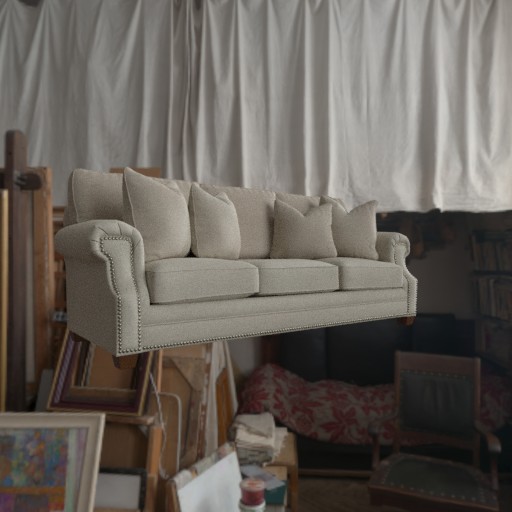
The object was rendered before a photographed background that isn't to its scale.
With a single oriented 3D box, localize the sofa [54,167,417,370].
[{"bbox_3d":[0.000,0.000,2.887,2.312,0.975,0.965,0,0,-36],"label":"sofa"}]
